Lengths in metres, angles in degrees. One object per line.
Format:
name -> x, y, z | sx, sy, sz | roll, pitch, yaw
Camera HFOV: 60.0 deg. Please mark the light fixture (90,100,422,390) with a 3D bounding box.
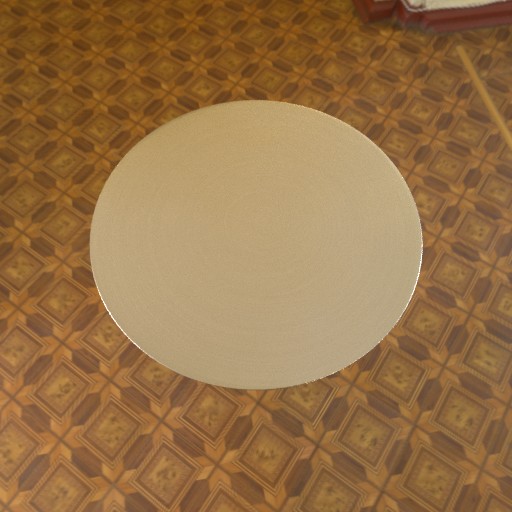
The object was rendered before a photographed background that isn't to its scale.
light fixture -> 0.000, 0.000, 0.437 | 0.280, 0.135, 0.280 | 0, 64, 0
